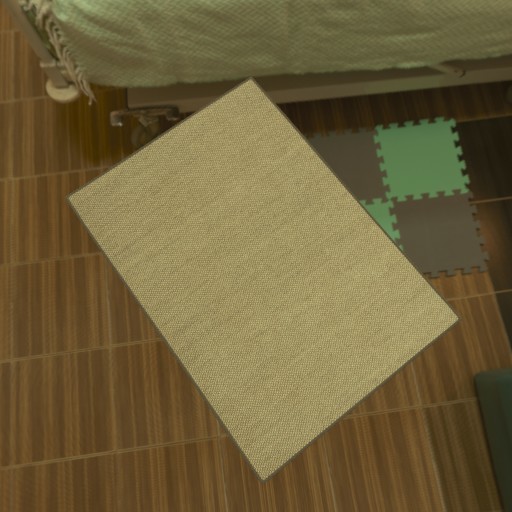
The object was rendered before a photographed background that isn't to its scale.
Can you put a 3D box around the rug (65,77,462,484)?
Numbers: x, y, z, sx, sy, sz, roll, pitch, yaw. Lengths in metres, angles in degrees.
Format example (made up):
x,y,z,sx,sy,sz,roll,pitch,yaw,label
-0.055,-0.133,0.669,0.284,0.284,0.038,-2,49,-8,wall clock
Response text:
x,y,z,sx,sy,sz,roll,pitch,yaw,label
0.000,0.000,2.777,1.523,0.012,2.133,-36,78,-9,rug
